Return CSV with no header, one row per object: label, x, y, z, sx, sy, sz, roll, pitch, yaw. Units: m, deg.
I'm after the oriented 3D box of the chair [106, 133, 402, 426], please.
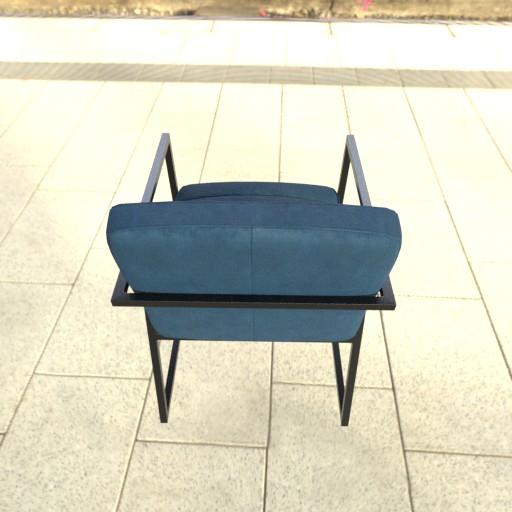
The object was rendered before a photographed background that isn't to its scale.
chair,0.000,0.000,1.253,0.571,0.833,0.677,1,46,1
